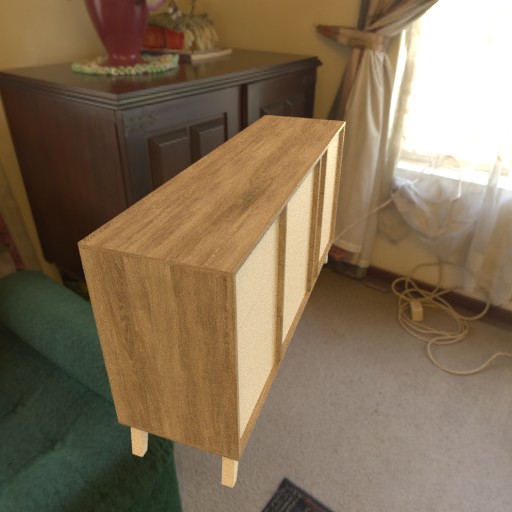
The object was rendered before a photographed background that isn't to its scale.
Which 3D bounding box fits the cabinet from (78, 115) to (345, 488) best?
[{"bbox_3d":[0.000,0.000,1.992,0.450,0.870,1.600,10,32,17],"label":"cabinet"}]
